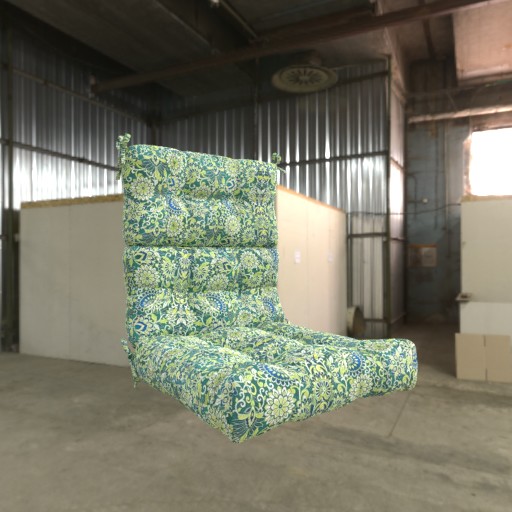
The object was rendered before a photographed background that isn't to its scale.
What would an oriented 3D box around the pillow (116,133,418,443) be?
[{"bbox_3d":[0.000,0.000,1.030,0.519,0.605,0.571,0,1,-35],"label":"pillow"}]
